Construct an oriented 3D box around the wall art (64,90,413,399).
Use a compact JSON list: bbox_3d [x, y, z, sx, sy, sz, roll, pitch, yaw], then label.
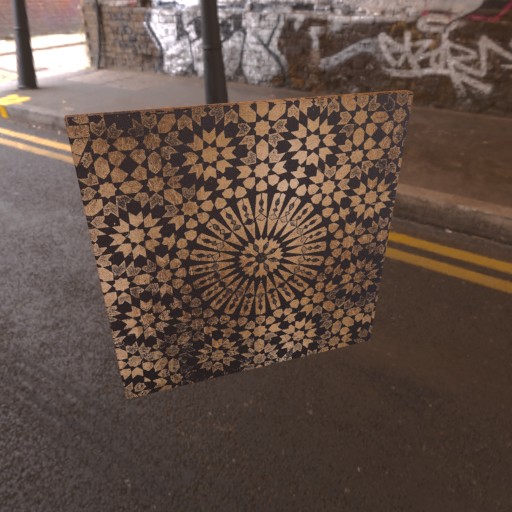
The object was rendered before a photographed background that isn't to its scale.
[{"bbox_3d":[0.000,0.000,1.361,0.914,0.914,0.038,-10,33,-16],"label":"wall art"}]
